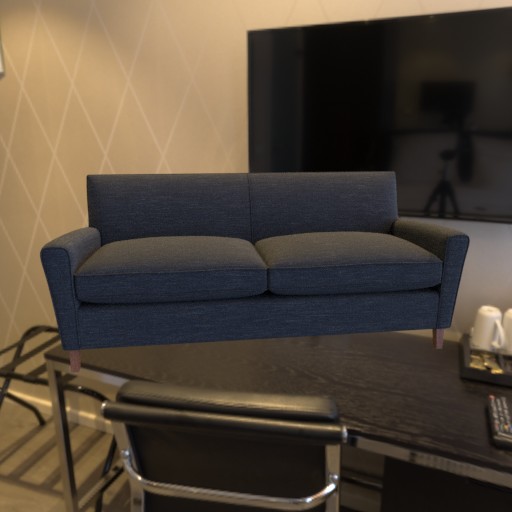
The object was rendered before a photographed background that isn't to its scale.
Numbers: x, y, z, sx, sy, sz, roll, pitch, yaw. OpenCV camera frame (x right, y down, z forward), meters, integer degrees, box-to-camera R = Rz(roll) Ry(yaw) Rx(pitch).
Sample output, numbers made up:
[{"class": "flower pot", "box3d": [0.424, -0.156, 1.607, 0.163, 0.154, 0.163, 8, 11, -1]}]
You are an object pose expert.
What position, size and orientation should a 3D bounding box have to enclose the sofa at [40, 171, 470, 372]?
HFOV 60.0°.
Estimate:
[{"class": "sofa", "box3d": [0.000, 0.000, 2.456, 1.976, 0.846, 0.875, -2, 15, -7]}]
